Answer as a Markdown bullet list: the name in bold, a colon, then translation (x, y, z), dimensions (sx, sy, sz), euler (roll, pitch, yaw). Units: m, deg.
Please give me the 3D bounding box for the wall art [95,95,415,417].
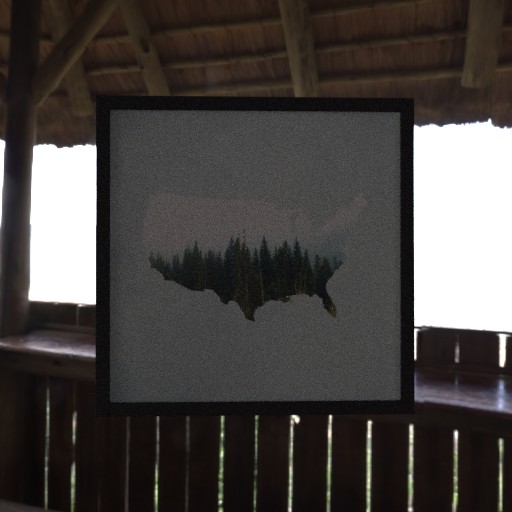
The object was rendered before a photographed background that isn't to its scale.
- **wall art**: translation (0.000, 0.000, 0.442), dimensions (0.304, 0.304, 0.038), euler (0, 0, -1)
